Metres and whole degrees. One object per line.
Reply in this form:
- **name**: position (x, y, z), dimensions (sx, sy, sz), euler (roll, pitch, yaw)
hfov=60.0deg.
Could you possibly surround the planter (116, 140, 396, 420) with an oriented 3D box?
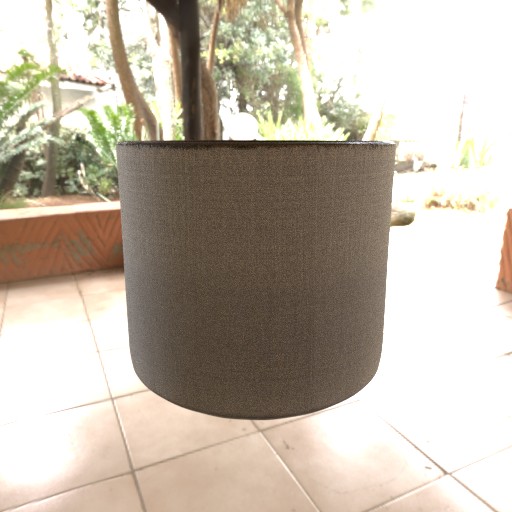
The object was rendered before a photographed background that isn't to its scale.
- **planter**: position (0.000, 0.000, 0.439), dimensions (0.254, 0.221, 0.254), euler (0, 15, 0)
